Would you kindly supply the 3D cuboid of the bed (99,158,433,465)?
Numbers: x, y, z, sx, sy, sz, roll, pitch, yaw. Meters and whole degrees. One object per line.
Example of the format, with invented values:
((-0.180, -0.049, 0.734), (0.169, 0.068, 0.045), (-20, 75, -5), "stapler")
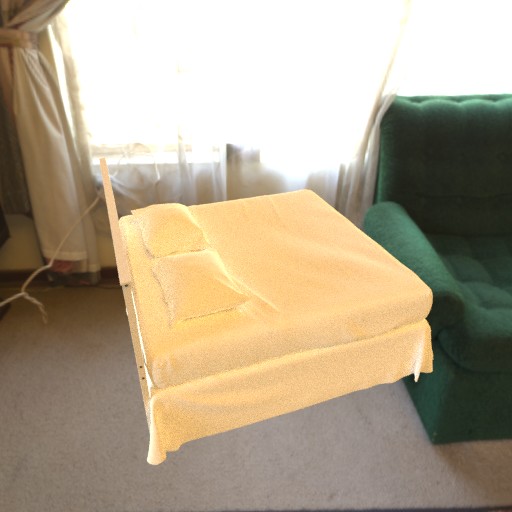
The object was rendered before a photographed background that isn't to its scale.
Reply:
((0.000, 0.000, 3.624), (2.215, 1.273, 2.317), (-10, 32, -17), "bed")
